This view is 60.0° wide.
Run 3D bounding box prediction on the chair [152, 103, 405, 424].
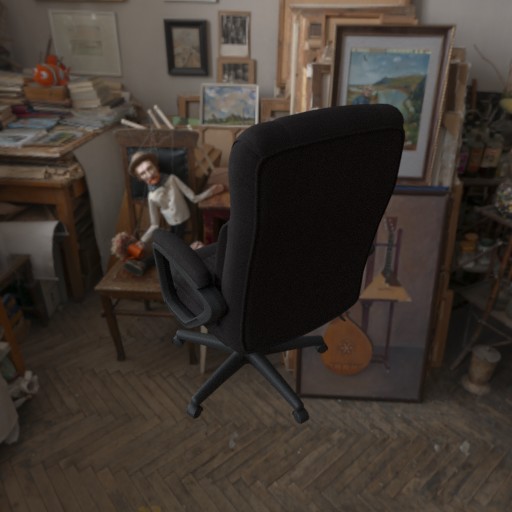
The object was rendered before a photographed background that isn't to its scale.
[{"bbox_3d":[0.000,0.000,1.539,0.667,1.105,0.724,-19,35,-29],"label":"chair"}]
